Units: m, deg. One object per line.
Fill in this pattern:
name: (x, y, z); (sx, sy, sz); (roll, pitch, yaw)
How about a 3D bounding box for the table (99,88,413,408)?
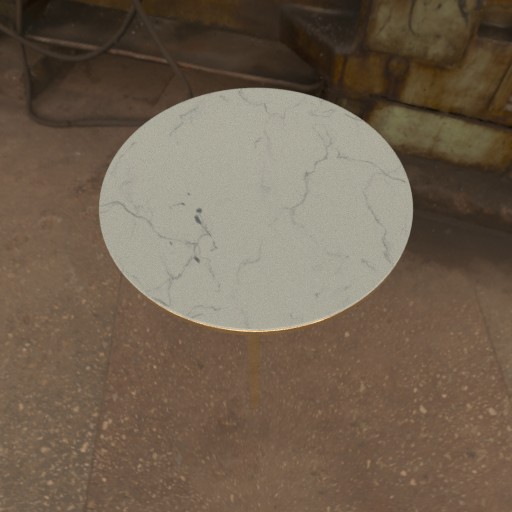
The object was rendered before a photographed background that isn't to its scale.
table: (0.000, 0.000, 0.894); (0.500, 0.420, 0.500); (0, 57, 0)
